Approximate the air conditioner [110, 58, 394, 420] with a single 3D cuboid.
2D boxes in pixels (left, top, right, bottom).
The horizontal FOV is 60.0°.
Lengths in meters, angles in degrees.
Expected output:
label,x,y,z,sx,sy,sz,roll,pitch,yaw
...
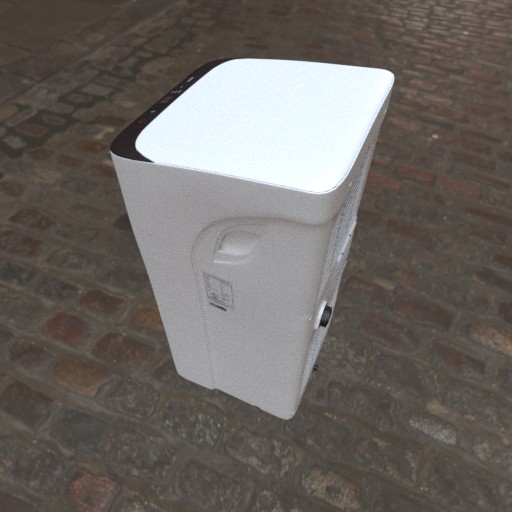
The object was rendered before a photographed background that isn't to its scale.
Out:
label,x,y,z,sx,sy,sz,roll,pitch,yaw
air conditioner,0.000,0.000,0.914,0.369,0.716,0.352,18,50,16
